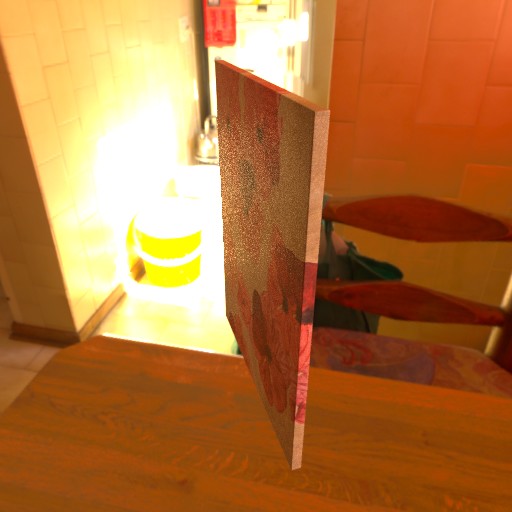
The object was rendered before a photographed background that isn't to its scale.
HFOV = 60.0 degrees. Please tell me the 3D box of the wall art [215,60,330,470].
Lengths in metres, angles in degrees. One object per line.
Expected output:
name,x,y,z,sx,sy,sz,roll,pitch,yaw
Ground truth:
wall art,0.000,0.000,1.347,0.031,1.015,0.762,-9,32,-15
